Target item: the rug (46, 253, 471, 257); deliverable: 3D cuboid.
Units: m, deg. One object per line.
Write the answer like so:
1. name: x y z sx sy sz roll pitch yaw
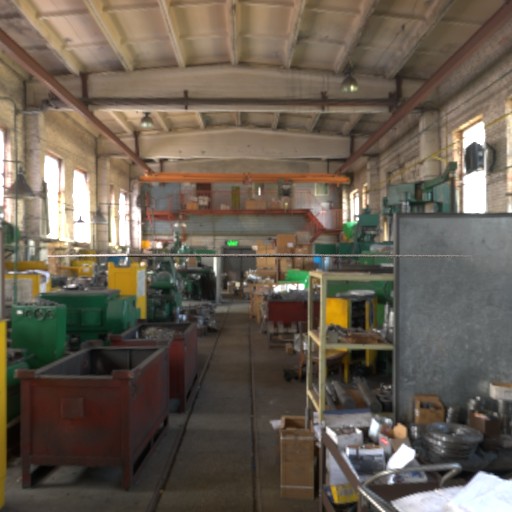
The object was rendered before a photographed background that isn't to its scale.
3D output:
1. rug: 0.000 0.000 4.315 3.357 0.019 2.449 0 0 -35
